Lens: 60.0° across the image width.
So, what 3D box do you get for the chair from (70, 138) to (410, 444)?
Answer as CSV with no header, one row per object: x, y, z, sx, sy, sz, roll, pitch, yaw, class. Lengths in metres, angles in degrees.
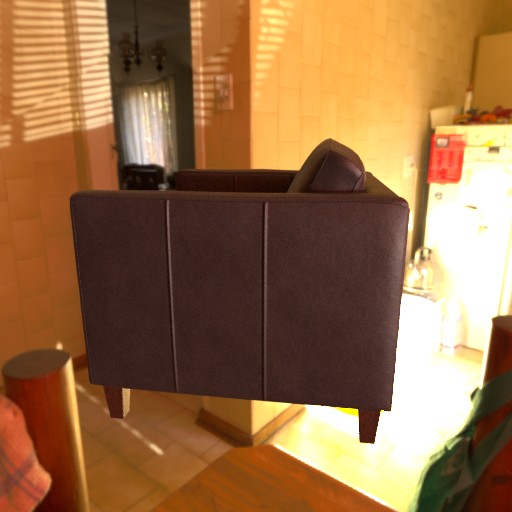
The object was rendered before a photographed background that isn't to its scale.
0.000,0.000,1.574,0.862,0.811,0.939,2,15,9,chair
